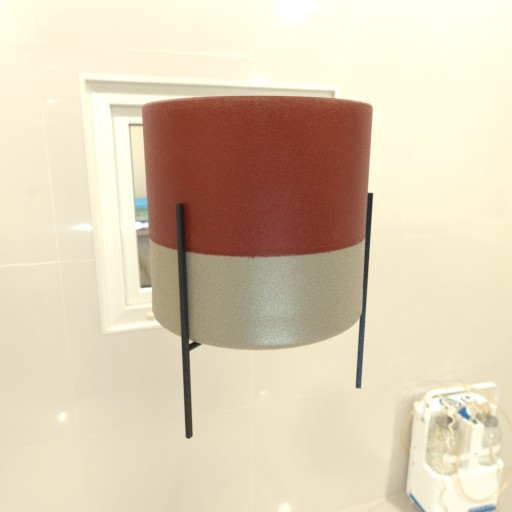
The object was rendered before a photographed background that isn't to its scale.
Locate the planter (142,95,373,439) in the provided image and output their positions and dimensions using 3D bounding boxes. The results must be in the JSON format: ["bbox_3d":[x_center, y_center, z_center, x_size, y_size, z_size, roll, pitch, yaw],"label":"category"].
[{"bbox_3d":[0.000,0.000,0.732,0.345,0.465,0.354,-7,15,-25],"label":"planter"}]
